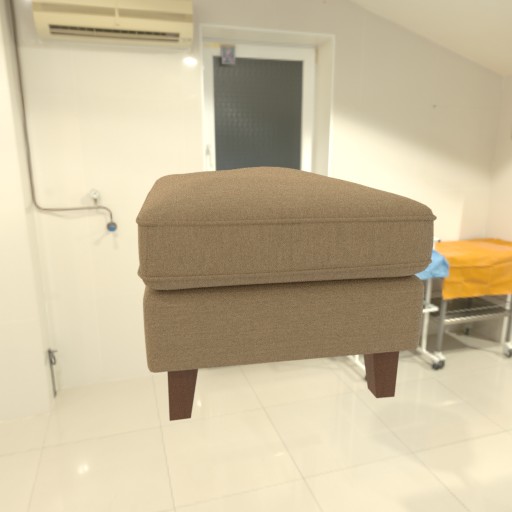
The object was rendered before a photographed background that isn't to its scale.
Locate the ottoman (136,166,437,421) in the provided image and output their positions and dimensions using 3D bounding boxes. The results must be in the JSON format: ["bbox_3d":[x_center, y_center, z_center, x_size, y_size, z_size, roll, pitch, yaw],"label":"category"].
[{"bbox_3d":[0.000,0.000,1.349,0.636,0.521,0.945,-3,14,-10],"label":"ottoman"}]
